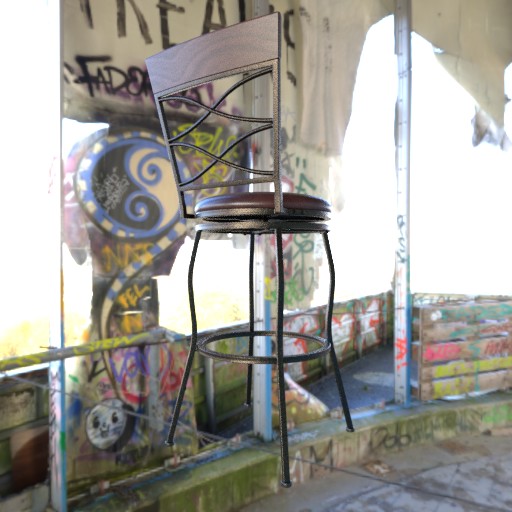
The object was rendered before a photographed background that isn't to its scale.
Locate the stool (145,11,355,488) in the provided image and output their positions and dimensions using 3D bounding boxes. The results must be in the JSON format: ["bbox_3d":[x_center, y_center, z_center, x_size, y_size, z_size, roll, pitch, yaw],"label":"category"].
[{"bbox_3d":[0.000,0.000,1.340,0.448,1.130,0.513,0,1,35],"label":"stool"}]
